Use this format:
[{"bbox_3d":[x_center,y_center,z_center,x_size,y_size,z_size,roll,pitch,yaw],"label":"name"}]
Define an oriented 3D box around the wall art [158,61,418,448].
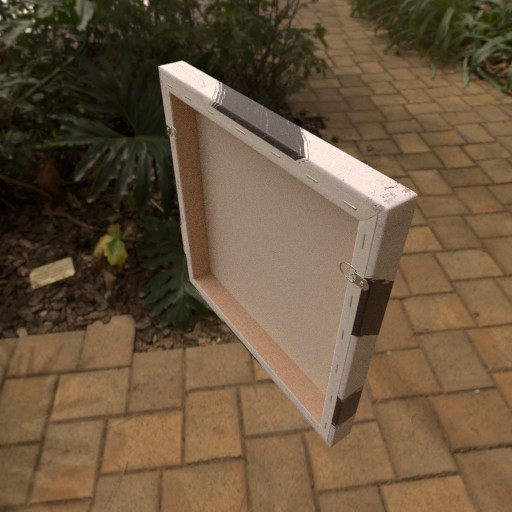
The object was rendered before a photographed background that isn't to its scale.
[{"bbox_3d":[0.000,0.000,0.764,0.050,0.508,0.507,-25,47,-26],"label":"wall art"}]
